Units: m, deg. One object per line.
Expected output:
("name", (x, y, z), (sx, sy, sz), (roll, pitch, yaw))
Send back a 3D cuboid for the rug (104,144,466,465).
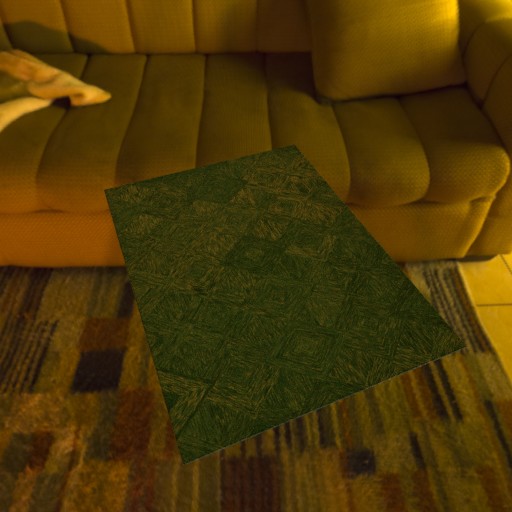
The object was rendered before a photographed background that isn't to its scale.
("rug", (0.000, 0.000, 4.337), (2.405, 0.027, 3.217), (-17, 49, -15))
